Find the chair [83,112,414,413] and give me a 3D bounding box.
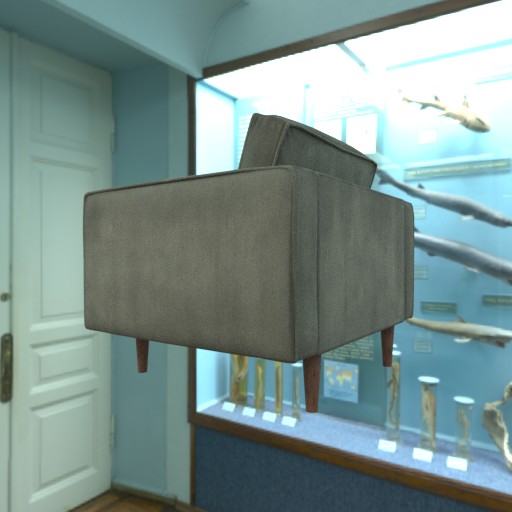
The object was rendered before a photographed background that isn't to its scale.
[{"bbox_3d":[0.000,0.000,1.549,0.843,0.773,0.928,0,0,36],"label":"chair"}]
